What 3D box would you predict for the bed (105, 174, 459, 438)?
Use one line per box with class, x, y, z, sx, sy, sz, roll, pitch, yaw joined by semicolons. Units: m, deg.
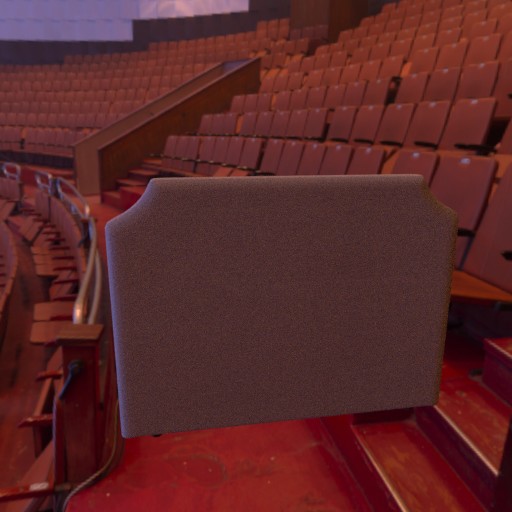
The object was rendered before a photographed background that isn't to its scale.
bed;0.000;0.000;3.145;1.693;1.290;2.116;-3;15;-9
